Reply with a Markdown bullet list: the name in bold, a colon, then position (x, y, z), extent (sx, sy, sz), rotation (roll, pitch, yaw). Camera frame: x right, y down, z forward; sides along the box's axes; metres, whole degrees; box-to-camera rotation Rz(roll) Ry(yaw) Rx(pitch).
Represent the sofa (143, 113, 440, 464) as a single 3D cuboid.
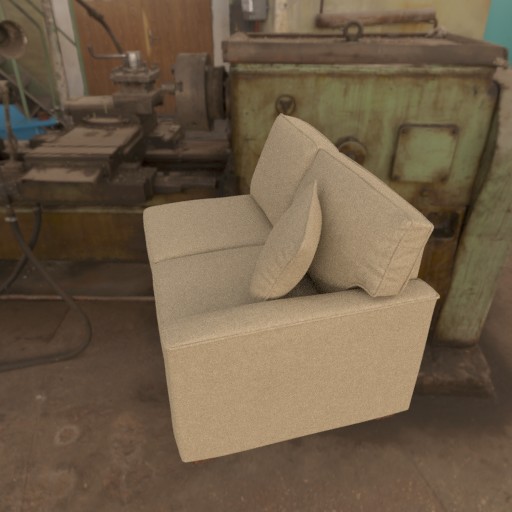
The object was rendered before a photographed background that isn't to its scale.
- **sofa**: position (0.000, 0.000, 2.095), extent (0.991, 0.989, 1.388), rotation (-8, 32, -13)
